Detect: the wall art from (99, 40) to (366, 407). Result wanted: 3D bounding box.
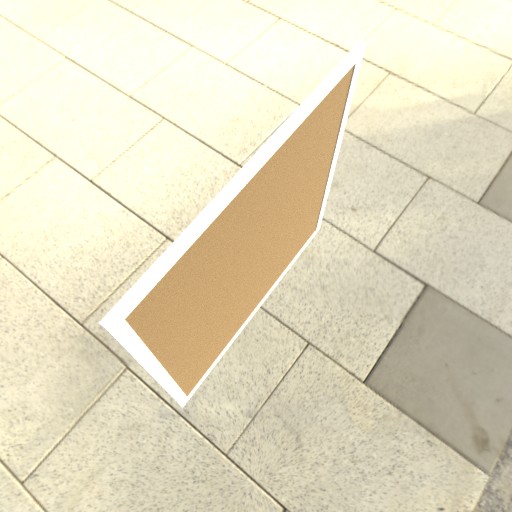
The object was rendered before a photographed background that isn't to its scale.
[{"bbox_3d":[0.000,0.000,1.198,0.015,0.812,0.812,33,68,16],"label":"wall art"}]
